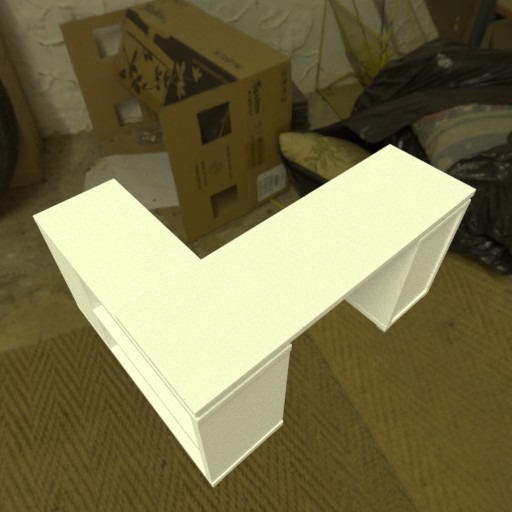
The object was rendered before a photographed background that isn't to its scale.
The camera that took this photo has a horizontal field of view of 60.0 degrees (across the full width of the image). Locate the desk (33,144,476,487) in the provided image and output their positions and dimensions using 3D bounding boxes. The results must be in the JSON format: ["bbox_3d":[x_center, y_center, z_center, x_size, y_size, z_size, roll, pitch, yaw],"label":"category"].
[{"bbox_3d":[0.000,0.000,2.191,1.524,0.753,1.200,-33,56,-26],"label":"desk"}]
